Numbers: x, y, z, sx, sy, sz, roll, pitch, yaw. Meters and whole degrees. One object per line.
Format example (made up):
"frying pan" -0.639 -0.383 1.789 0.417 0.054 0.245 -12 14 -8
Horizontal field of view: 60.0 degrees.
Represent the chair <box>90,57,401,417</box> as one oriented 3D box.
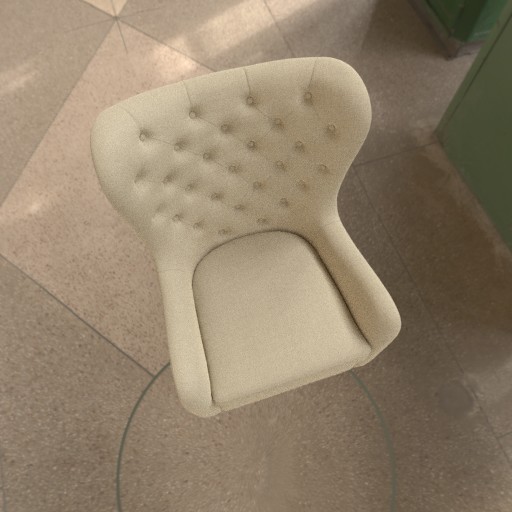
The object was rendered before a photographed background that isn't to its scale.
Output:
"chair" 0.000 0.000 1.667 0.831 1.079 0.929 -17 66 -8
